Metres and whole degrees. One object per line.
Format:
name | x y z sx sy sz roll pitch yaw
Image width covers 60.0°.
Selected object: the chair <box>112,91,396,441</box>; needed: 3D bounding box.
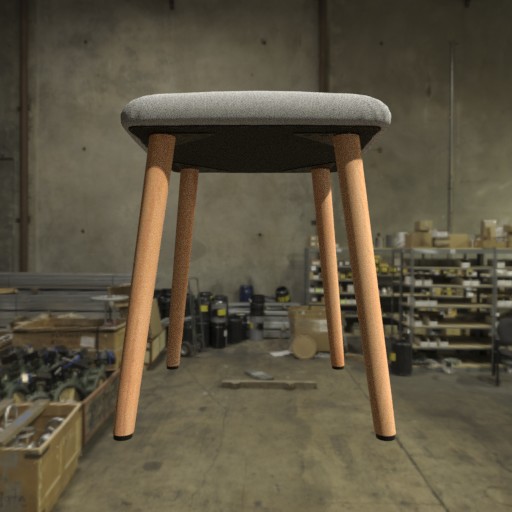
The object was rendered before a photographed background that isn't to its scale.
chair | 0.000 0.000 0.698 0.350 0.440 0.350 0 1 0
